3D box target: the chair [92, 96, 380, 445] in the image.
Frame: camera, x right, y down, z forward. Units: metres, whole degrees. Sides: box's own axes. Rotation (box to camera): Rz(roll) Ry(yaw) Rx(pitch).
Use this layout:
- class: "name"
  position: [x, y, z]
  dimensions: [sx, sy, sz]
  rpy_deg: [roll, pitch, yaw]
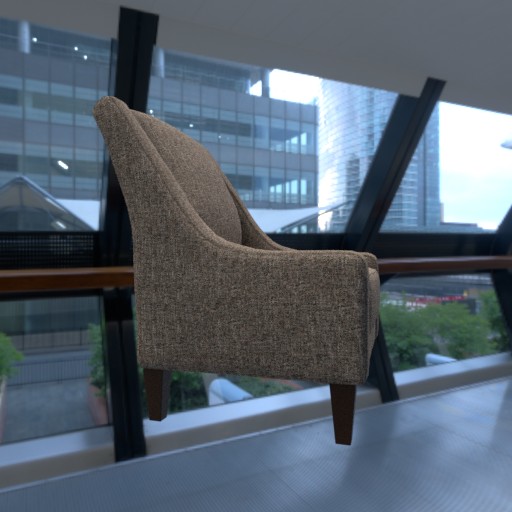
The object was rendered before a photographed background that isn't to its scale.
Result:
- class: "chair"
  position: [0.000, 0.000, 1.630]
  dimensions: [0.870, 1.014, 0.774]
  rpy_deg: [0, 0, 18]
